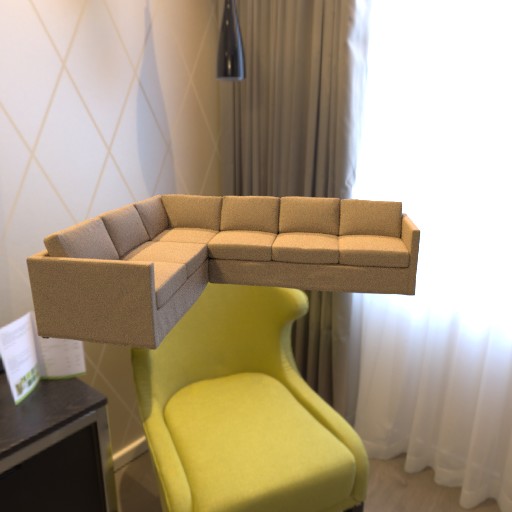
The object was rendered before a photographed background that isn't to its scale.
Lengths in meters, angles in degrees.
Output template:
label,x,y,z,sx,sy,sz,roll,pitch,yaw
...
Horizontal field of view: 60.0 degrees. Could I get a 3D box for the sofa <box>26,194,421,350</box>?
label,x,y,z,sx,sy,sz,roll,pitch,yaw
sofa,0.000,0.000,4.347,3.182,0.871,2.432,3,17,9
